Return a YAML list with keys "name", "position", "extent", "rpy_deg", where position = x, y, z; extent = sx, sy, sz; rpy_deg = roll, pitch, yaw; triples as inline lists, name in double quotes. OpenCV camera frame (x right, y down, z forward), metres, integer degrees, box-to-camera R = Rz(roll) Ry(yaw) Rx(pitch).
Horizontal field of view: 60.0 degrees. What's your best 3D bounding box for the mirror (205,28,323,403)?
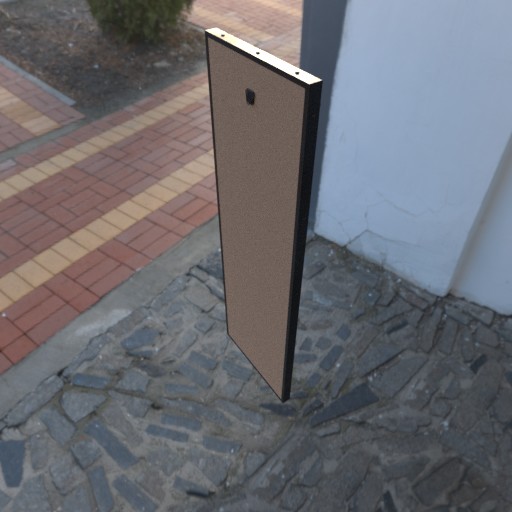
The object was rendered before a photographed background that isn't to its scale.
- name: "mirror"
  position: [0.000, 0.000, 1.220]
  extent: [0.042, 1.080, 0.354]
  rpy_deg: [-26, 49, -25]
